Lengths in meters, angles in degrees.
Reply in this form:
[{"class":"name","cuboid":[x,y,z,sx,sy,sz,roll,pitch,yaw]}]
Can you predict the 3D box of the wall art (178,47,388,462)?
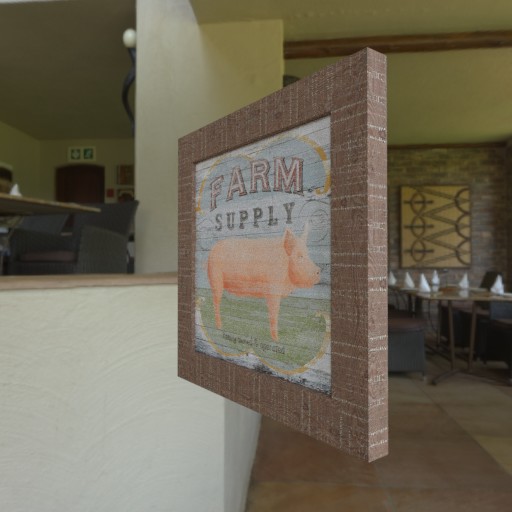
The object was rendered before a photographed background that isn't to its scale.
[{"class":"wall art","cuboid":[0.000,0.000,0.790,0.040,0.531,0.531,1,-1,-37]}]
